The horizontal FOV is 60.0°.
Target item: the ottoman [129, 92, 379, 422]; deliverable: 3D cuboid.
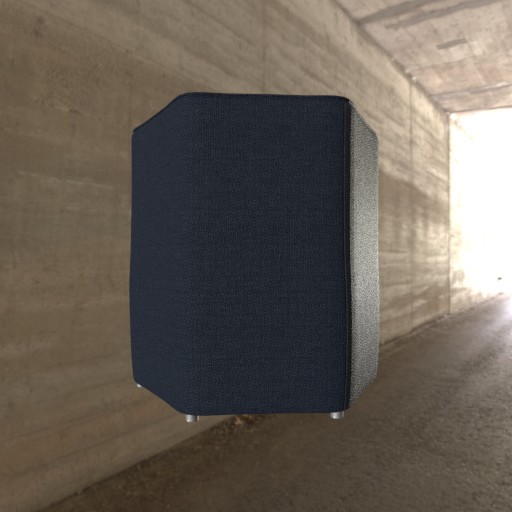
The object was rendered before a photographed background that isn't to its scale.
[{"bbox_3d":[0.000,0.000,0.879,0.492,0.505,0.454,0,-1,0],"label":"ottoman"}]
